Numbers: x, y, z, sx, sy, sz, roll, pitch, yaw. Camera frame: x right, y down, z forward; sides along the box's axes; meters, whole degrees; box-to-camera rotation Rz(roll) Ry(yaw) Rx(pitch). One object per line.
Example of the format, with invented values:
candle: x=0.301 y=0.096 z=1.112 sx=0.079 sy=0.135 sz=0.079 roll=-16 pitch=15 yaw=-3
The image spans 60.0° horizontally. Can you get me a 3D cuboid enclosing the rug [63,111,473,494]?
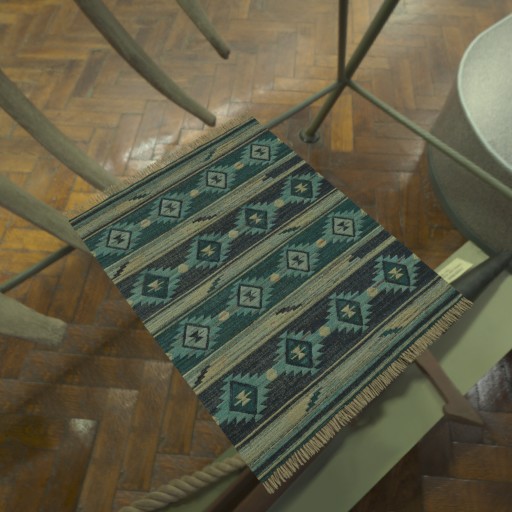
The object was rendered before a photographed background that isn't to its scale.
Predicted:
rug: x=0.000 y=0.000 z=4.260 sx=2.418 sy=0.047 sz=3.307 roll=-35 pitch=65 yaw=-19
